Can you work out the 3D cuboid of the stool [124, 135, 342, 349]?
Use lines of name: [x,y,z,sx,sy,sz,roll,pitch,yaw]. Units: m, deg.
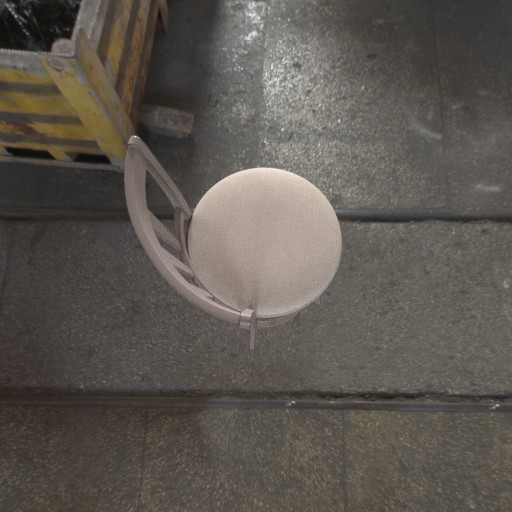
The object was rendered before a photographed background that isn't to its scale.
stool: [0.000,0.000,1.315,0.475,1.023,0.436,-32,77,-8]
